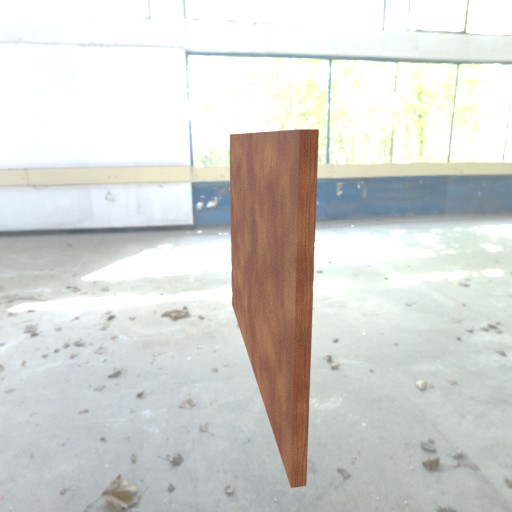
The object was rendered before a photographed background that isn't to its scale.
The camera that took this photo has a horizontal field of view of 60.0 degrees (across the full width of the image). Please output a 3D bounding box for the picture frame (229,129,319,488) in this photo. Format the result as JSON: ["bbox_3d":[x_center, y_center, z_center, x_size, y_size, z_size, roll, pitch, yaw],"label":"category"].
[{"bbox_3d":[0.000,0.000,1.194,0.029,0.640,0.950,-3,15,-9],"label":"picture frame"}]
